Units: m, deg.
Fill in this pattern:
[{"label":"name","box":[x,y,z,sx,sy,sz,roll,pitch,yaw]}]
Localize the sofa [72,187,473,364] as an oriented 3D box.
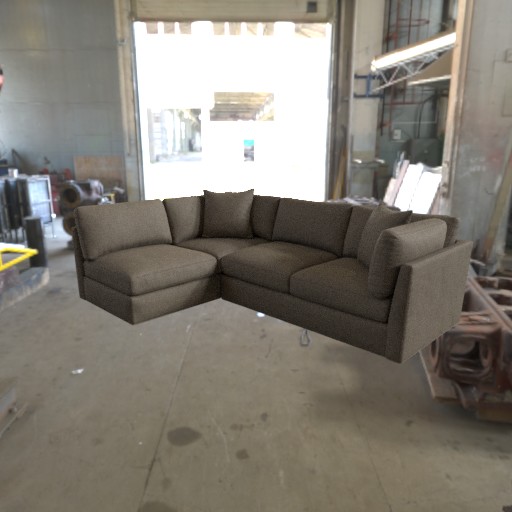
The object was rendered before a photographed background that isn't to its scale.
[{"label":"sofa","box":[0.000,0.000,3.859,2.896,0.978,1.994,14,20,43]}]
